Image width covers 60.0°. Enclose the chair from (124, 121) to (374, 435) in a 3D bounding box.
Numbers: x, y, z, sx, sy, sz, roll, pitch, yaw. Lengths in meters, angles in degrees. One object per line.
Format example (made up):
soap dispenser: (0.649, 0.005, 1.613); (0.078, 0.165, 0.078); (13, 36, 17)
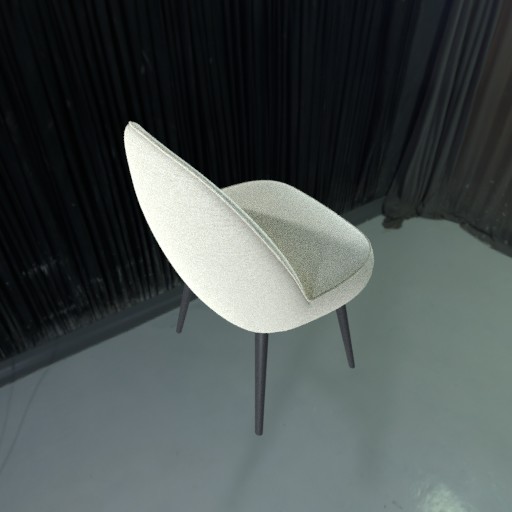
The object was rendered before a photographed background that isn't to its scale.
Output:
chair: (0.000, 0.000, 1.191); (0.540, 0.838, 0.532); (-26, 47, -27)
